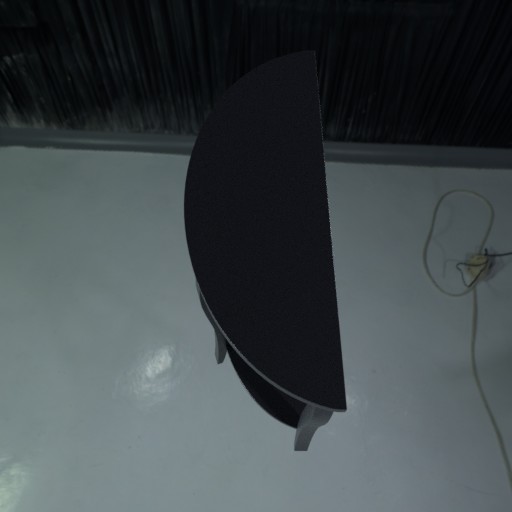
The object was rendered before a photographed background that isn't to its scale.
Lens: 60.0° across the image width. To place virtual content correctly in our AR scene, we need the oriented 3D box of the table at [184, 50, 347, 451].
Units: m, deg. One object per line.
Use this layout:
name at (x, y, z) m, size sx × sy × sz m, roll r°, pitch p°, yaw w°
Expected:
table at (0.000, 0.000, 1.566) m, size 0.394 × 0.780 × 1.219 m, roll 1°, pitch 58°, yaw 0°
